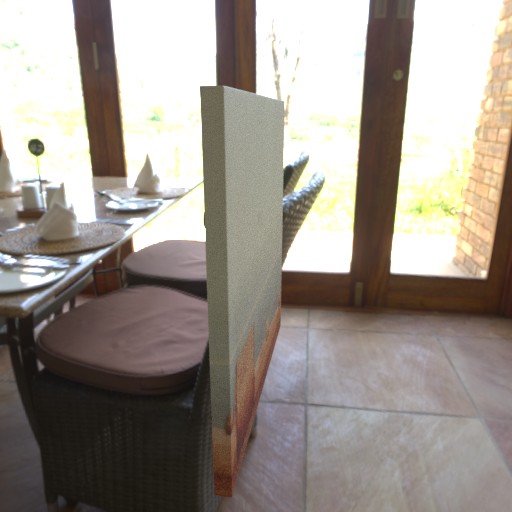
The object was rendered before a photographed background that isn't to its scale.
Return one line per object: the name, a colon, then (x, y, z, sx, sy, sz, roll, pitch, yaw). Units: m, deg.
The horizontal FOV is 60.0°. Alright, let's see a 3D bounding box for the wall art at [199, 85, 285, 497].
wall art: (0.000, 0.000, 0.596, 0.023, 0.405, 0.405, 3, 18, 10)
